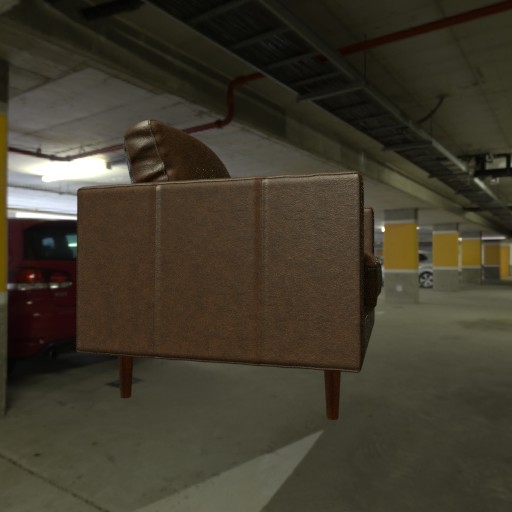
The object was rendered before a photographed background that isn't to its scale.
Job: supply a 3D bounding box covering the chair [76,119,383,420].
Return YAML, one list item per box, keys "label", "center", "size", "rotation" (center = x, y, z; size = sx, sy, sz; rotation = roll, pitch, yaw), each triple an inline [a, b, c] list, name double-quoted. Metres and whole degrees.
- label: "chair"
  center: [0.000, 0.000, 1.677]
  size: [0.909, 0.956, 0.890]
  rotation: [0, -1, 17]
